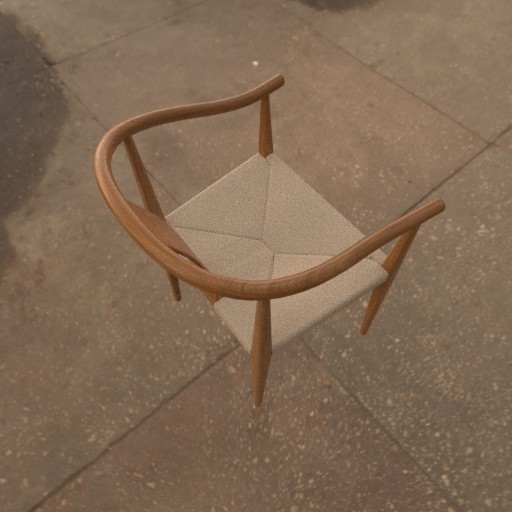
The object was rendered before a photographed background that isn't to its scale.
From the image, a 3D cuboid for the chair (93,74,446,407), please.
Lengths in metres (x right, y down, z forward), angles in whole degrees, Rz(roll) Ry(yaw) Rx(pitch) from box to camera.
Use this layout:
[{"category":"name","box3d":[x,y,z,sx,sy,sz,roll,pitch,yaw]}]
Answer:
[{"category":"chair","box3d":[0.000,0.000,1.164,0.579,0.800,0.556,-33,63,-19]}]
